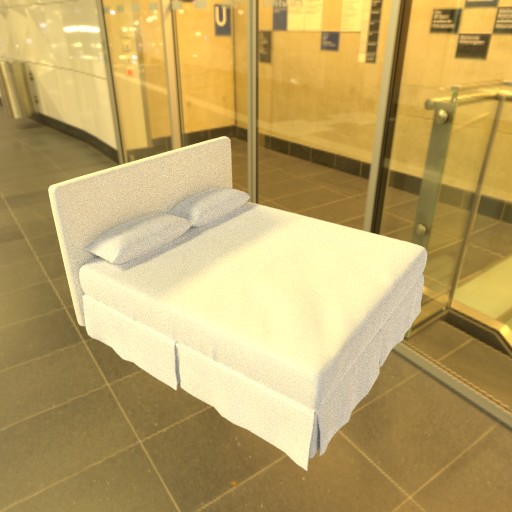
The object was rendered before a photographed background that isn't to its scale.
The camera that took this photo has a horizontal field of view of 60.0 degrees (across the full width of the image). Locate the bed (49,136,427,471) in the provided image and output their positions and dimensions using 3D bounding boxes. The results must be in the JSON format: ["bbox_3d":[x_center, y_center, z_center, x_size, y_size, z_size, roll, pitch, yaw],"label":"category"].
[{"bbox_3d":[0.000,0.000,3.636,2.341,1.317,2.119,18,32,31],"label":"bed"}]
